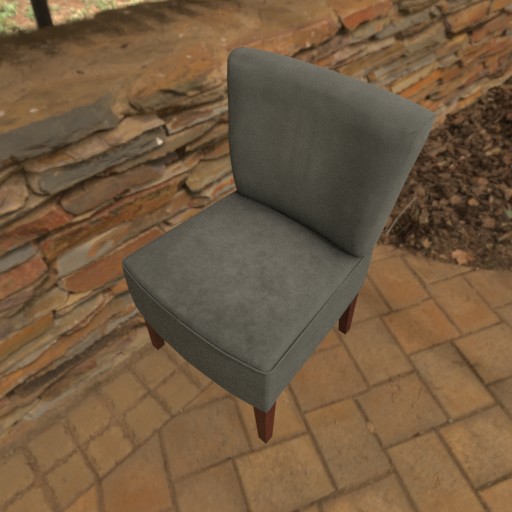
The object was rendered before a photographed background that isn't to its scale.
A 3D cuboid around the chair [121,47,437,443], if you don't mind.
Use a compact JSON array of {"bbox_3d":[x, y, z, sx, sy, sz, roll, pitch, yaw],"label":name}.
[{"bbox_3d":[0.000,0.000,1.152,0.521,0.806,0.554,32,54,27],"label":"chair"}]
